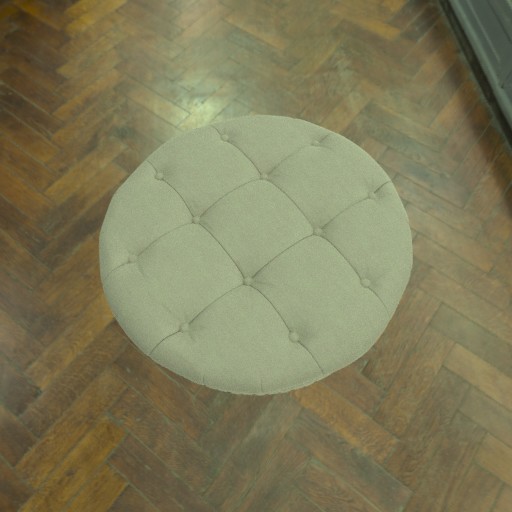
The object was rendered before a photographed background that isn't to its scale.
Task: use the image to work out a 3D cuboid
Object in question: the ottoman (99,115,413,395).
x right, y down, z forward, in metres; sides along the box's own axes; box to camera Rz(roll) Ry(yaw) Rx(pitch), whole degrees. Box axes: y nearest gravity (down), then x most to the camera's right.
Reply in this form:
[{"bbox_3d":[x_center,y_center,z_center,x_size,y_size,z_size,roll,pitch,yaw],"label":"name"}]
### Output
[{"bbox_3d":[0.000,0.000,1.411,0.901,0.439,0.901,0,63,0],"label":"ottoman"}]
